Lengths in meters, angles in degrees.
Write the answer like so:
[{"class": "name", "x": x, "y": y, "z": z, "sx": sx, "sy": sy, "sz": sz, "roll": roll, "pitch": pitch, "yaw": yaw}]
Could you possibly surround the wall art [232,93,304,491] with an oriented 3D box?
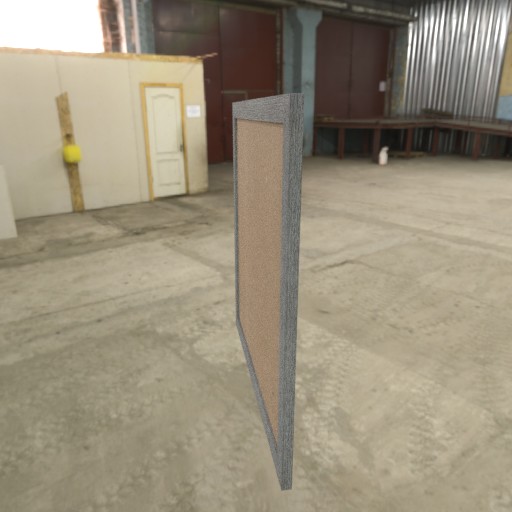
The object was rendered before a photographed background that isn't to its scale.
[{"class": "wall art", "x": 0.000, "y": 0.000, "z": 1.029, "sx": 0.020, "sy": 0.685, "sz": 0.685, "roll": -3, "pitch": 18, "yaw": -9}]
